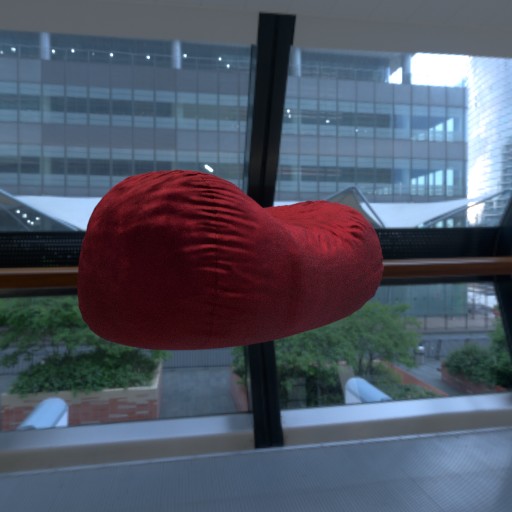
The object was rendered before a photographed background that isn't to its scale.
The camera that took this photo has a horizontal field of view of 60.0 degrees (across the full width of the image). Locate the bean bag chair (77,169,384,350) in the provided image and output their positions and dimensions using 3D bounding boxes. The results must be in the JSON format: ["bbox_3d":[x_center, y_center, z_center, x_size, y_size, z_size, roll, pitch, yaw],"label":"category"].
[{"bbox_3d":[0.000,0.000,2.833,1.216,0.867,2.293,0,1,35],"label":"bean bag chair"}]
